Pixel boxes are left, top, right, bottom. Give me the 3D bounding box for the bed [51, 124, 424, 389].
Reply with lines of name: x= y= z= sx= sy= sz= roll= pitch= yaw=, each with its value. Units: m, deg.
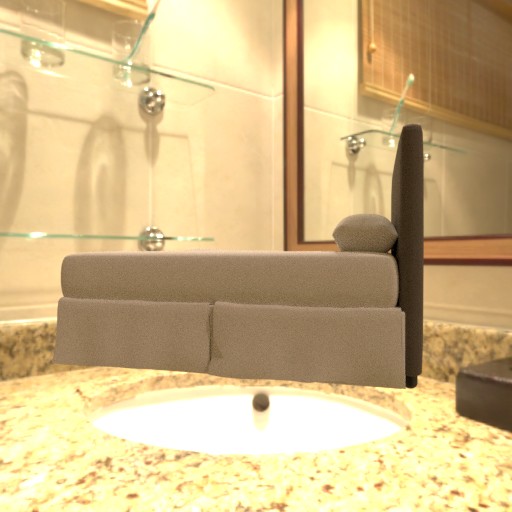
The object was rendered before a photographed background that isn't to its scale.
bed: x=0.000 y=0.000 z=3.189 sx=2.142 sy=1.330 sz=1.723 roll=0 pitch=0 yaw=15
